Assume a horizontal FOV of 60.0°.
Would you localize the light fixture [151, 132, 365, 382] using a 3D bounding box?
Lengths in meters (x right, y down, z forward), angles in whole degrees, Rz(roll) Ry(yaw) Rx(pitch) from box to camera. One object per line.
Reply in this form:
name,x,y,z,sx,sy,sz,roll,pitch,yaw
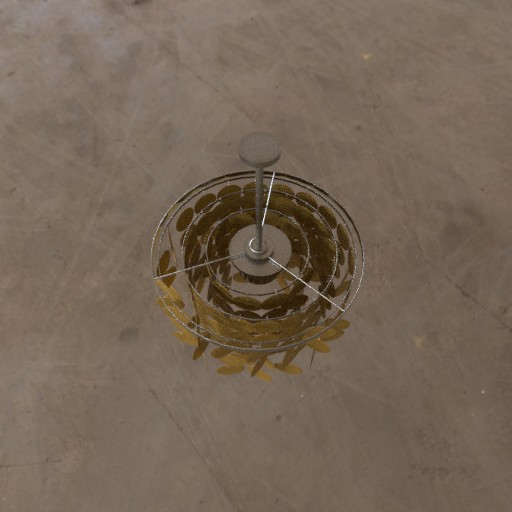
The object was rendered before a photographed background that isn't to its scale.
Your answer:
light fixture,0.000,0.000,0.753,0.368,0.492,0.368,0,58,0
